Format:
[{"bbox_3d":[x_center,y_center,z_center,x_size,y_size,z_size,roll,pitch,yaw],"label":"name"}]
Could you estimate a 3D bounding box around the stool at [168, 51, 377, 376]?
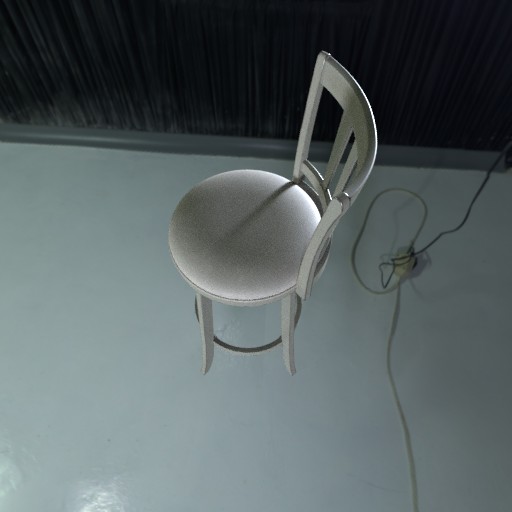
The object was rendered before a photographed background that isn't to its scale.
[{"bbox_3d":[0.000,0.000,1.309,0.475,1.042,0.436,0,58,0],"label":"stool"}]
